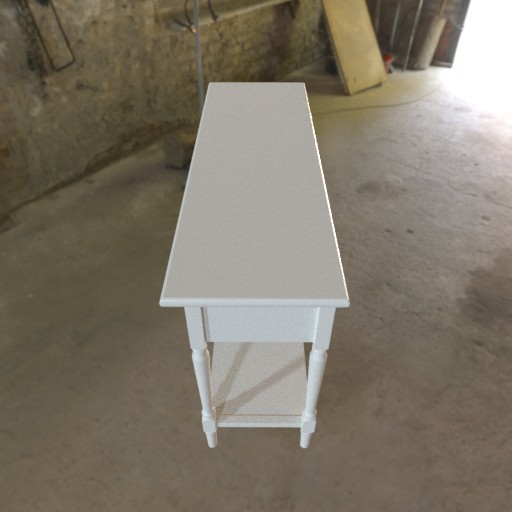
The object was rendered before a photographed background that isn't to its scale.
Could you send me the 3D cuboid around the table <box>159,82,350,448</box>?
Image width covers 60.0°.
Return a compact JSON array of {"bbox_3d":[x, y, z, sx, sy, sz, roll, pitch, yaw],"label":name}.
[{"bbox_3d":[0.000,0.000,1.604,0.386,0.814,1.191,0,42,0],"label":"table"}]
